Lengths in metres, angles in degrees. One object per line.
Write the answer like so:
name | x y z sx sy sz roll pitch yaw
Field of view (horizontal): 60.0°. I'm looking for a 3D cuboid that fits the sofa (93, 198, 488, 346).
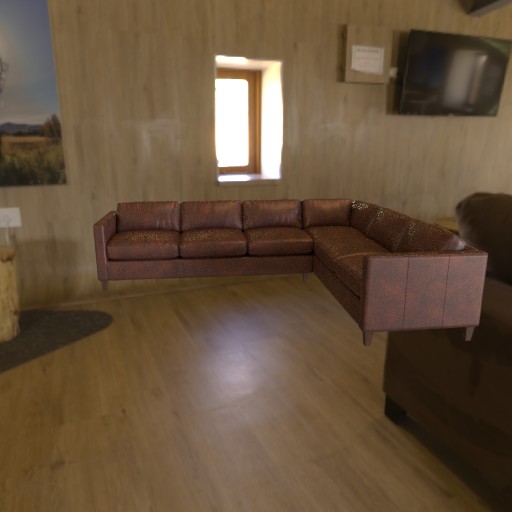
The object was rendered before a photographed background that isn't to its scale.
sofa | 0.000 0.000 4.296 3.152 0.836 2.438 -2 15 -7
